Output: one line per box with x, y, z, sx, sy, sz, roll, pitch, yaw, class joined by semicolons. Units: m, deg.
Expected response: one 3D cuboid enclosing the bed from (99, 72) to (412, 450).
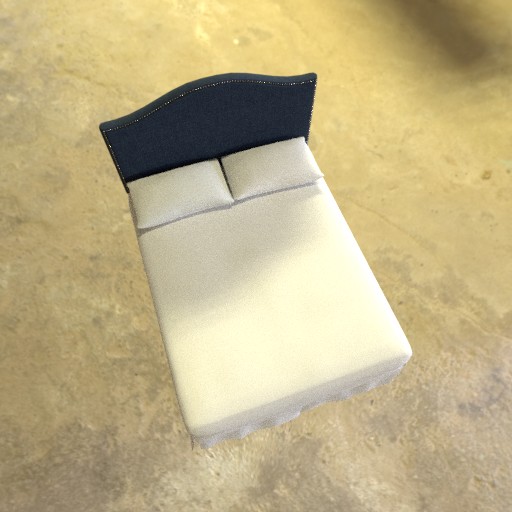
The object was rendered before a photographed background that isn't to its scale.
0.000;0.000;3.245;1.713;1.518;2.153;-17;63;-9;bed
